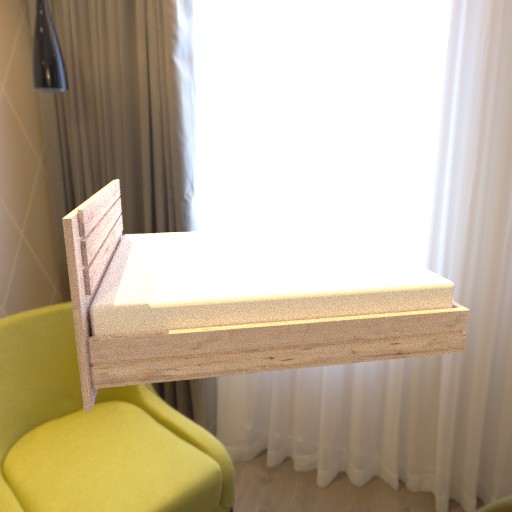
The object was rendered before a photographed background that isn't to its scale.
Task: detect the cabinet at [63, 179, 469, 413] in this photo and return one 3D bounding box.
[{"bbox_3d":[0.000,0.000,3.146,2.080,0.970,1.950,-3,15,-11],"label":"cabinet"}]
